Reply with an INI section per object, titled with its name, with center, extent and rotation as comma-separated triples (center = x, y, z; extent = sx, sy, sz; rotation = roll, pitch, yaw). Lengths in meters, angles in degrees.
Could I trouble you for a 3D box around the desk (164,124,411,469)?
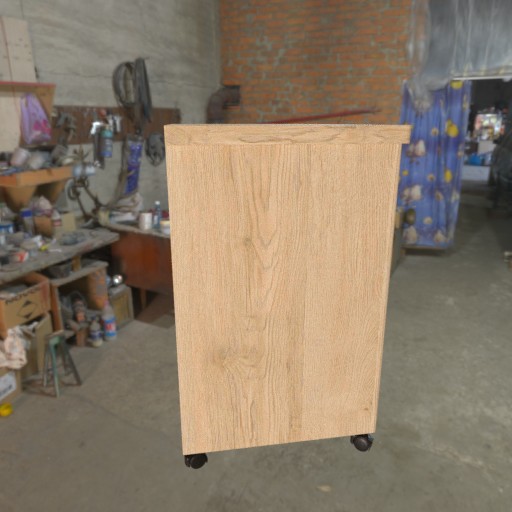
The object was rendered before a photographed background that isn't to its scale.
[desk]
center = 0.000, 0.000, 1.353
extent = 0.480, 0.770, 0.885
rotation = -3, 17, -9
